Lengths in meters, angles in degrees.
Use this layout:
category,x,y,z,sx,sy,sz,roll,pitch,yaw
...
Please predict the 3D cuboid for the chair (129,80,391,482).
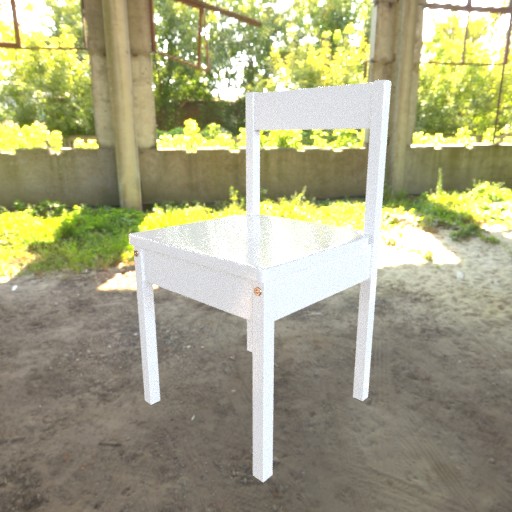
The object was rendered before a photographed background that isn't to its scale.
category,x,y,z,sx,sy,sz,roll,pitch,yaw
chair,0.000,0.000,0.900,0.367,0.668,0.361,14,20,41
